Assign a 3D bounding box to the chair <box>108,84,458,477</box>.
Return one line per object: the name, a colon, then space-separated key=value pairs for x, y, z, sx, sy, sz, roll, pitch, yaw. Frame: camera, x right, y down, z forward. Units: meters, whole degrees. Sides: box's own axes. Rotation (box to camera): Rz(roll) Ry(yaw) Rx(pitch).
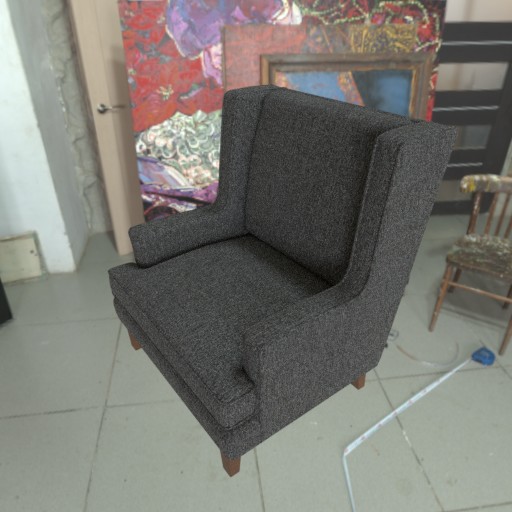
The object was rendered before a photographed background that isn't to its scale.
chair: x=0.000 y=0.000 z=1.755 sx=0.927 sy=1.082 sz=0.942 roll=-21 pitch=37 yaw=-31
